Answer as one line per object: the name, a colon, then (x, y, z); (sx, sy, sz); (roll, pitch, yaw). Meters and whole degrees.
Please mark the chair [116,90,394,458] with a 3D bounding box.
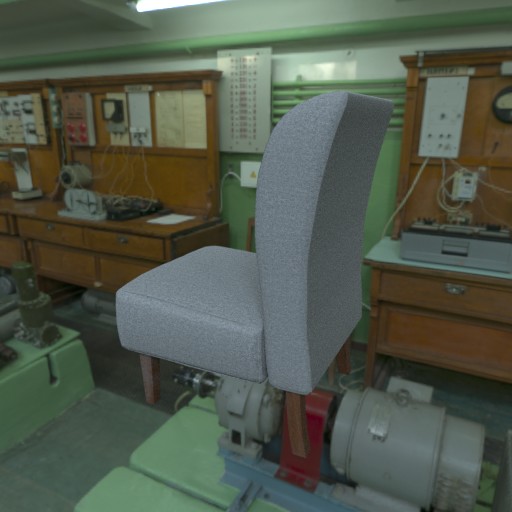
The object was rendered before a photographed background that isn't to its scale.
chair: (0.000, 0.000, 1.200); (0.592, 0.804, 0.513); (8, 19, 25)
